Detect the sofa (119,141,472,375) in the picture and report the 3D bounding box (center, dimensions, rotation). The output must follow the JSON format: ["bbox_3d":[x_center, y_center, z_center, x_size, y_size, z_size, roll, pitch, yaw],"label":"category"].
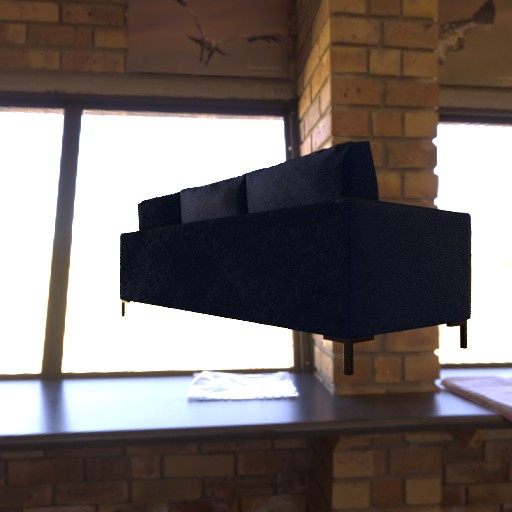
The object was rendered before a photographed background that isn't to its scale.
[{"bbox_3d":[0.000,0.000,2.675,0.875,0.879,2.252,1,-1,-37],"label":"sofa"}]
